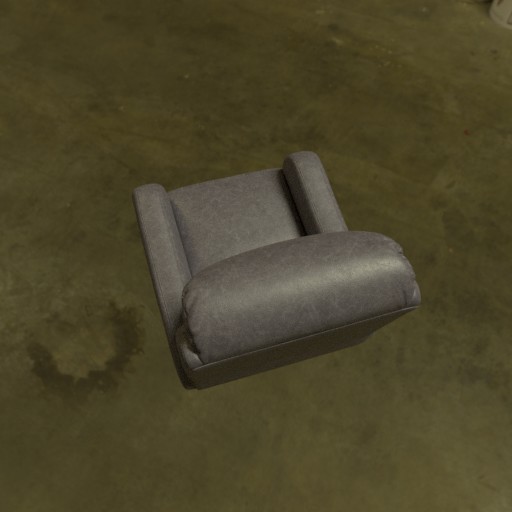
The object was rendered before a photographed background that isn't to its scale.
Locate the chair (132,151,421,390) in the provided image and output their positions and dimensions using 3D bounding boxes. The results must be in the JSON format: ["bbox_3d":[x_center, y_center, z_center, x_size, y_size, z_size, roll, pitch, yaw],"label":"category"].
[{"bbox_3d":[0.000,0.000,1.775,0.865,1.067,1.067,-14,58,-9],"label":"chair"}]
